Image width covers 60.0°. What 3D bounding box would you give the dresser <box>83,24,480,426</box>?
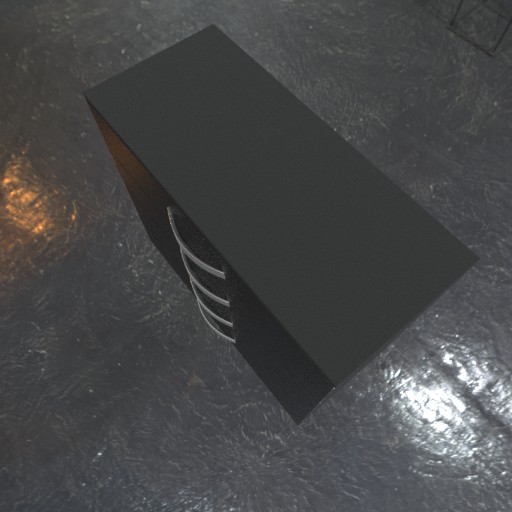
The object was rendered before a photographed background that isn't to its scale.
[{"bbox_3d":[0.000,0.000,1.142,0.360,0.720,0.750,-36,69,-16],"label":"dresser"}]
